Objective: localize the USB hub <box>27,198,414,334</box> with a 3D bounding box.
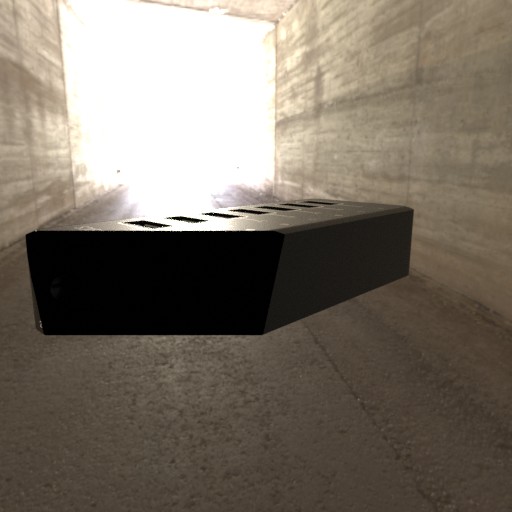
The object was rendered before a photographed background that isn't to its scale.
[{"bbox_3d":[0.000,0.000,0.127,0.044,0.023,0.110,12,18,43],"label":"USB hub"}]
